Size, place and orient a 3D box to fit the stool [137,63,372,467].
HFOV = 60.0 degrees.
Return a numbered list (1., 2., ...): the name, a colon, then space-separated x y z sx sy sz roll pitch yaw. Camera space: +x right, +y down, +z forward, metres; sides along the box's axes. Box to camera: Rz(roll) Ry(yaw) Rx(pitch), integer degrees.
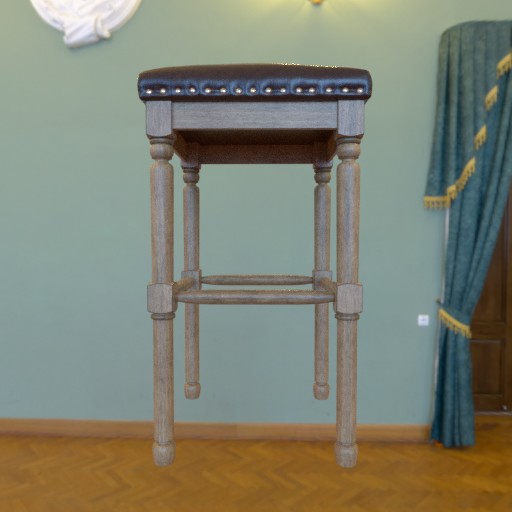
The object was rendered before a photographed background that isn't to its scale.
1. stool: 0.000 0.000 0.911 0.382 0.702 0.383 0 2 1
